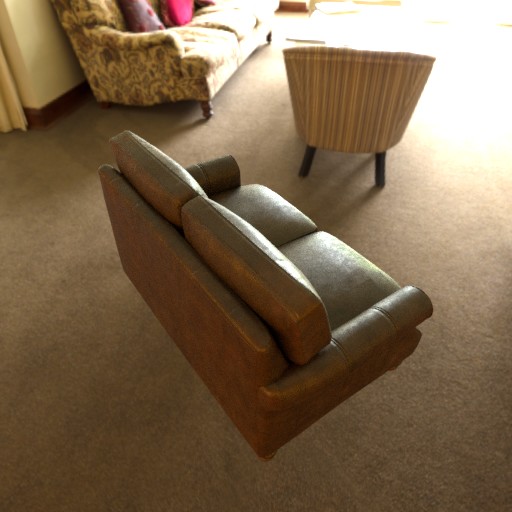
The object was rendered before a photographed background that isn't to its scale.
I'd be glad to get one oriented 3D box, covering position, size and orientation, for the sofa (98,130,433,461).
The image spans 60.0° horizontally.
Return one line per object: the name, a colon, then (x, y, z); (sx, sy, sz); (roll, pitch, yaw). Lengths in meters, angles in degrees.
sofa: (0.000, 0.000, 2.238); (0.990, 0.976, 1.616); (-25, 46, -26)
